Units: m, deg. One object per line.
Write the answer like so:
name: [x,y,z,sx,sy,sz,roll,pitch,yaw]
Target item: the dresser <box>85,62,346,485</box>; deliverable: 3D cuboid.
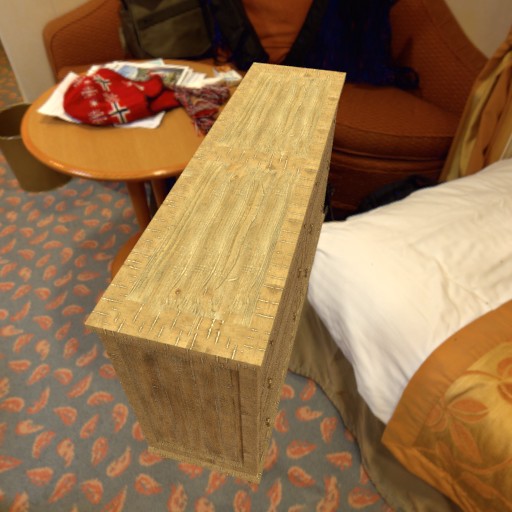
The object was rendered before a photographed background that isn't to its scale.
dresser: [0.000,0.000,1.980,0.457,1.016,1.626,11,47,10]
